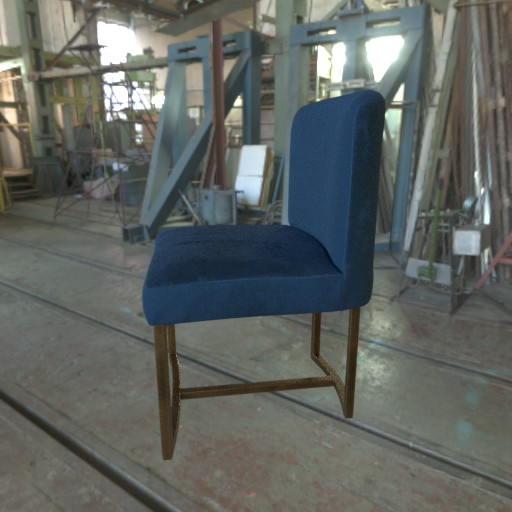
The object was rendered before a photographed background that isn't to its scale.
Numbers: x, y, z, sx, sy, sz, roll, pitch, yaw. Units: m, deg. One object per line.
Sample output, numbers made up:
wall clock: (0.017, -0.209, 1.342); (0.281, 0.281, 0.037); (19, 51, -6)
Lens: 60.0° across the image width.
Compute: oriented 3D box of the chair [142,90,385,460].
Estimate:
chair: (0.000, 0.000, 1.189); (0.560, 0.824, 0.530); (-2, 16, -9)
